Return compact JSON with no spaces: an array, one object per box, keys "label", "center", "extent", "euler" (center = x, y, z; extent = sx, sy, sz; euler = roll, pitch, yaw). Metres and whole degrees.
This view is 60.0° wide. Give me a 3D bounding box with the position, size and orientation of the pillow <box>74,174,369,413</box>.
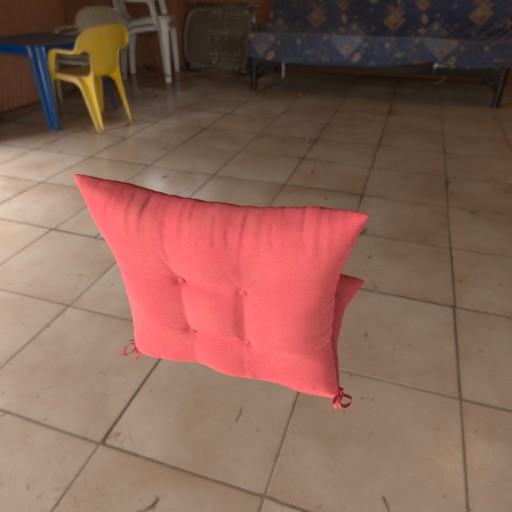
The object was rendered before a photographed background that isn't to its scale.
[{"label":"pillow","center":[0.000,0.000,1.043],"extent":[0.541,0.536,0.585],"euler":[10,34,15]}]
